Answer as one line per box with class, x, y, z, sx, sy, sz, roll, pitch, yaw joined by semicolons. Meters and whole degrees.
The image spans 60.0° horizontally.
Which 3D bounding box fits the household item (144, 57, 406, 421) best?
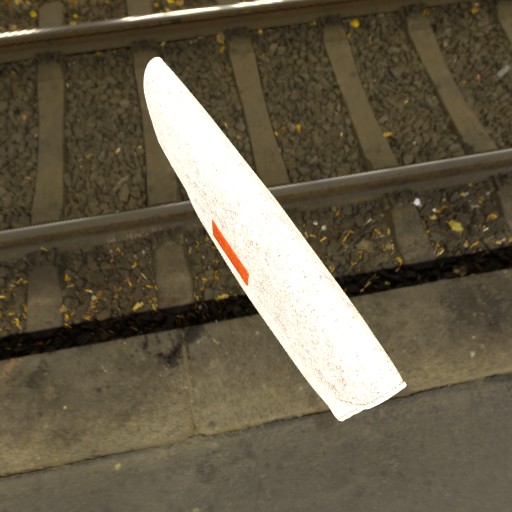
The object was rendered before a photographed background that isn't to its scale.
household item;0.000;0.000;0.429;0.057;0.221;0.335;-30;68;-13
